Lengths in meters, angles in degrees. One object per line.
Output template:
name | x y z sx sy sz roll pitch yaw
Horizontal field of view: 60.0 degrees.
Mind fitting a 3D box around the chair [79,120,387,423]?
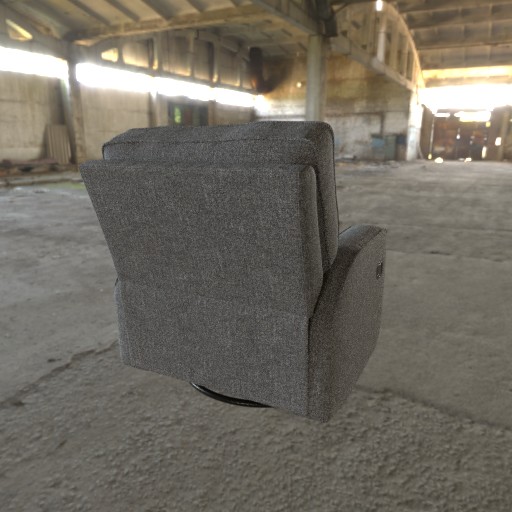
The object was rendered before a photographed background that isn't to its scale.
chair | 0.000 0.000 1.694 0.861 0.962 0.964 7 16 26
